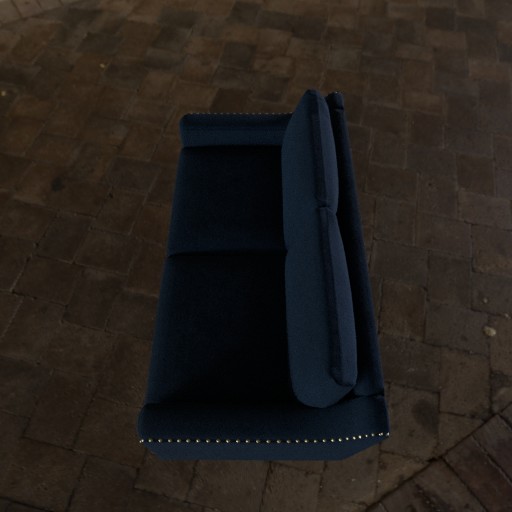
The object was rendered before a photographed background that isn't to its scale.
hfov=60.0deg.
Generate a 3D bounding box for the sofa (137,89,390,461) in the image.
[{"bbox_3d":[0.000,0.000,2.608,1.104,0.983,2.107,0,58,0],"label":"sofa"}]
